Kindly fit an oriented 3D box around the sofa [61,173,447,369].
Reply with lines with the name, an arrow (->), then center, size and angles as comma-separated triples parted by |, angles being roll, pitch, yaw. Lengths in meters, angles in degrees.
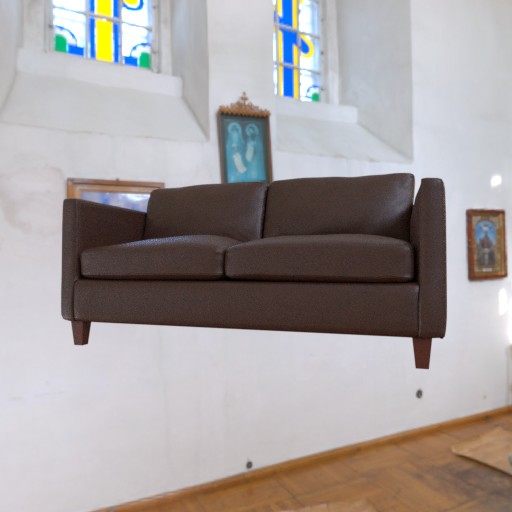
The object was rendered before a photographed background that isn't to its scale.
sofa -> 0.000, 0.000, 2.452 | 1.883, 0.933, 0.951 | 0, -1, 18
